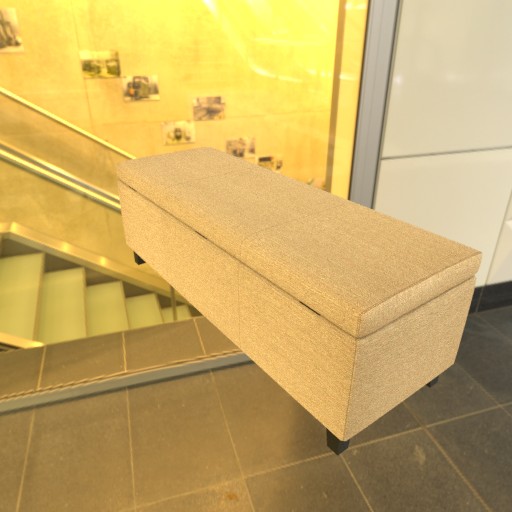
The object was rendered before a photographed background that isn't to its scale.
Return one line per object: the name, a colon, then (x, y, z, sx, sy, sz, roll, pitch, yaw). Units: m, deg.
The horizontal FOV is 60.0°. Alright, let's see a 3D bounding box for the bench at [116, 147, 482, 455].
bench: (0.000, 0.000, 1.475, 0.446, 0.438, 1.269, -19, 34, -32)
